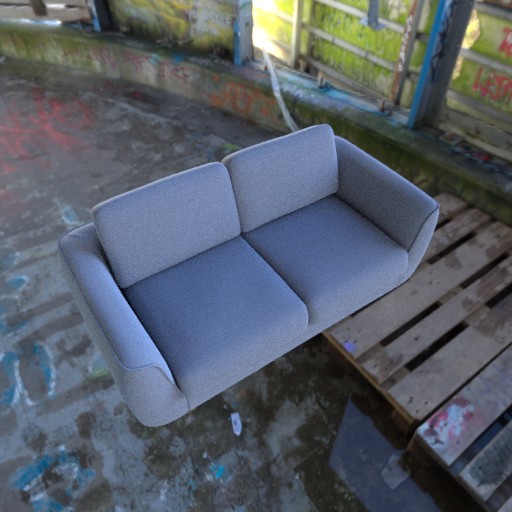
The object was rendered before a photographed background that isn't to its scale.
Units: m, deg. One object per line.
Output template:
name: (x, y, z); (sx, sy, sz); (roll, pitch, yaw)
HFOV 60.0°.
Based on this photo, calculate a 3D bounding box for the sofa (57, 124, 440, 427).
sofa: (0.000, 0.000, 2.231); (1.700, 0.850, 0.920); (-26, 51, -23)
